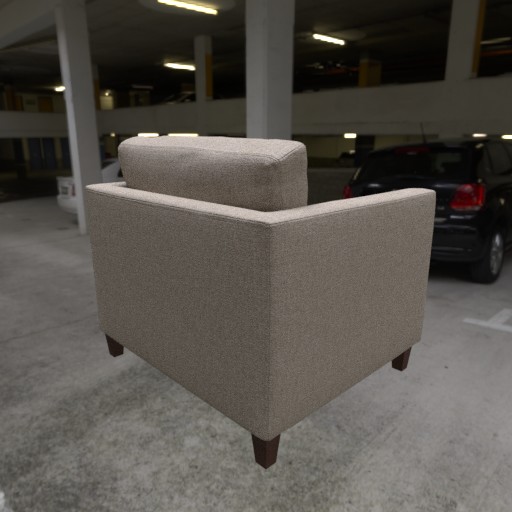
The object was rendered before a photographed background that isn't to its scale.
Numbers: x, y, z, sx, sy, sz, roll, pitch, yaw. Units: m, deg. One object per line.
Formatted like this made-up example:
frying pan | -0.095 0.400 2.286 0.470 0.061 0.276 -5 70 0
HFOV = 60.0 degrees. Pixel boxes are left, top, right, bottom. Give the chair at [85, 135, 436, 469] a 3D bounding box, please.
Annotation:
chair | 0.000 0.000 1.831 0.959 0.961 1.107 -15 21 -42
